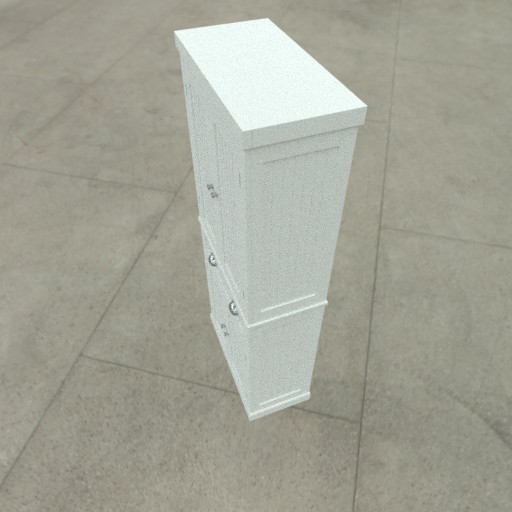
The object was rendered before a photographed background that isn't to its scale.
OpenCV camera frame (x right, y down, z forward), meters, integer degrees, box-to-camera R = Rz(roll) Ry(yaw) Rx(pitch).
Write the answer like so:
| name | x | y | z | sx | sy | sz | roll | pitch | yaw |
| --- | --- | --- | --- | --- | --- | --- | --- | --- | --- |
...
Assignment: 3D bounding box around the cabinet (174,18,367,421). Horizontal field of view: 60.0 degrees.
| name | x | y | z | sx | sy | sz | roll | pitch | yaw |
| --- | --- | --- | --- | --- | --- | --- | --- | --- | --- |
| cabinet | 0.000 | 0.000 | 2.115 | 0.390 | 1.829 | 0.754 | -16 | 48 | -14 |
